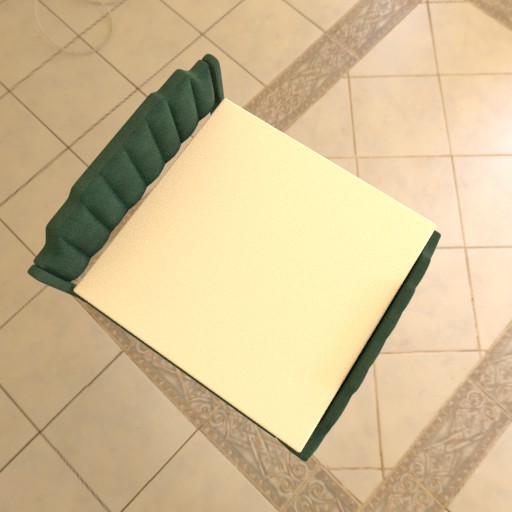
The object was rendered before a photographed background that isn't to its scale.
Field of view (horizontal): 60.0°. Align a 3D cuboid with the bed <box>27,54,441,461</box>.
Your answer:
[{"bbox_3d":[0.000,0.000,3.394,2.340,1.245,2.074,33,78,8],"label":"bed"}]
